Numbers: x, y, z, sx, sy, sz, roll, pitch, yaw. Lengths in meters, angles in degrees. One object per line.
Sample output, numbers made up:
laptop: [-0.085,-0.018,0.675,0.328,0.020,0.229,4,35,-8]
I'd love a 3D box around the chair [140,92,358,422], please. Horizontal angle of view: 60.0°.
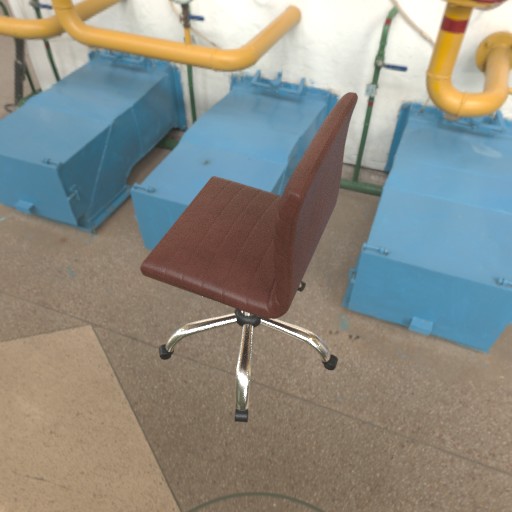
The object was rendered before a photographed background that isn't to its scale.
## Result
chair: [0.000,0.000,1.149,0.530,0.780,0.556,17,48,15]
